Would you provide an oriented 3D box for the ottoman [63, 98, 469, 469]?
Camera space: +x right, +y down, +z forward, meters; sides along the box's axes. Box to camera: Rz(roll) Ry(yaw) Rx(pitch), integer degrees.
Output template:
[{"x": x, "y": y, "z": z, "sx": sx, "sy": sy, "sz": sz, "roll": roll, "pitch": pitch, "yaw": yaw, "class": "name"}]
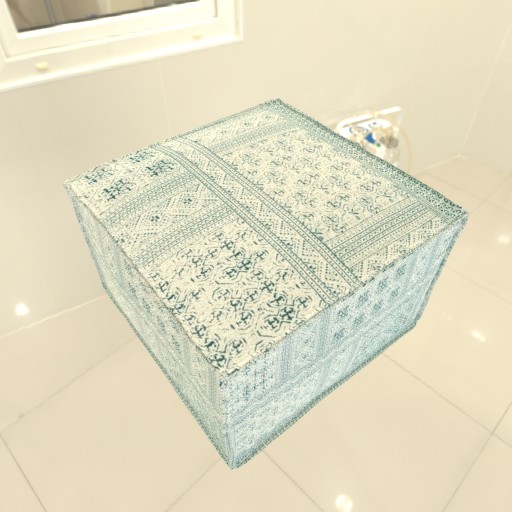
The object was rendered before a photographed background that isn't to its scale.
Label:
[{"x": 0.000, "y": 0.000, "z": 1.057, "sx": 0.617, "sy": 0.439, "sz": 0.626, "roll": -29, "pitch": 53, "yaw": -25, "class": "ottoman"}]
